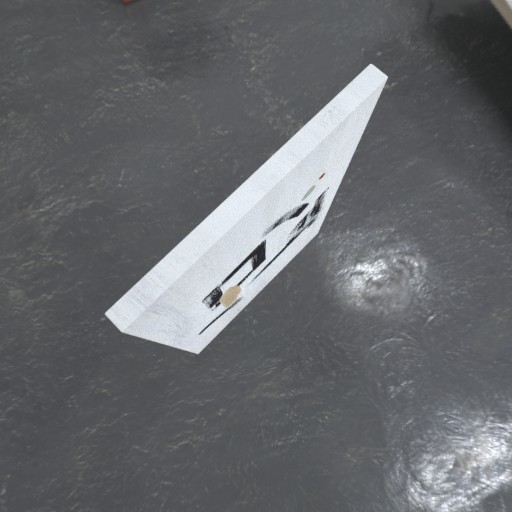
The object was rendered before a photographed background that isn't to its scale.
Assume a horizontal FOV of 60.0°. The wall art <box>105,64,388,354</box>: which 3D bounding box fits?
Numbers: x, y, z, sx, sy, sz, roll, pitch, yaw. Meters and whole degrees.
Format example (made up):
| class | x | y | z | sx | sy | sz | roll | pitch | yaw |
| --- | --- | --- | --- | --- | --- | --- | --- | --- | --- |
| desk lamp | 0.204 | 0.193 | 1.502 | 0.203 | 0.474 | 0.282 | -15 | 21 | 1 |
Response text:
| class | x | y | z | sx | sy | sz | roll | pitch | yaw |
| --- | --- | --- | --- | --- | --- | --- | --- | --- | --- |
| wall art | 0.000 | 0.000 | 1.172 | 0.043 | 0.914 | 0.624 | 43 | 80 | 10 |
